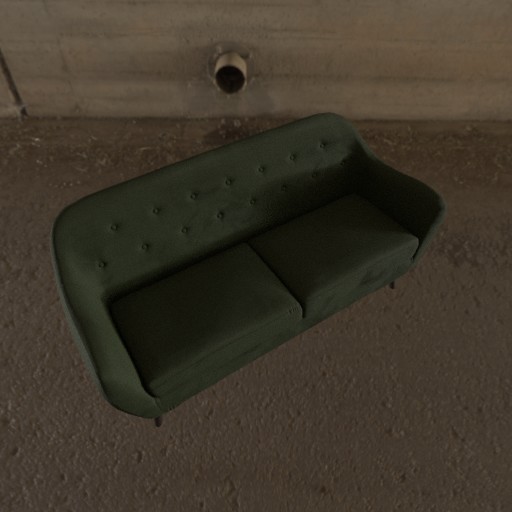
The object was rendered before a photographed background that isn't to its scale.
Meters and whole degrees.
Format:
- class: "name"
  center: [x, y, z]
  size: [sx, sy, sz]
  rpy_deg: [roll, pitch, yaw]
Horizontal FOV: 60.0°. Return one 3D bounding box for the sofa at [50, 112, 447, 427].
- class: "sofa"
  center: [0.000, 0.000, 2.247]
  size: [1.840, 0.836, 0.820]
  rpy_deg: [-25, 52, -22]
